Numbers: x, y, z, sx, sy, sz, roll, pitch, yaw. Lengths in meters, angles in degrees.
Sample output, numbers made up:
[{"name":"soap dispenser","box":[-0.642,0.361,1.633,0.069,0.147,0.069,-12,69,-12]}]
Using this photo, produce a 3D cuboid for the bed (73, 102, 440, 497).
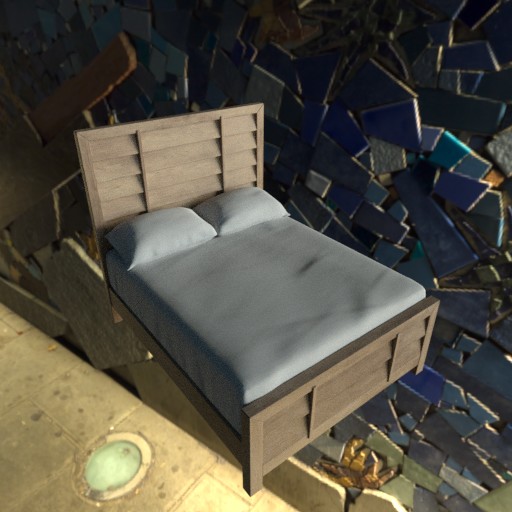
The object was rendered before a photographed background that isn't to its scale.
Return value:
[{"name":"bed","box":[0.000,0.000,3.178,1.615,1.631,2.017,-21,36,-32]}]
